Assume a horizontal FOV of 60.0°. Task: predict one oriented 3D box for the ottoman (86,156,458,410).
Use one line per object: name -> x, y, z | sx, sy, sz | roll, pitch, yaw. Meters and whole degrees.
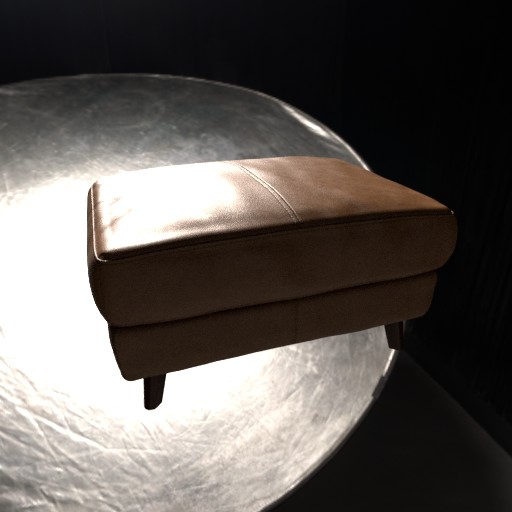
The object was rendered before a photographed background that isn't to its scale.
ottoman -> 0.000, 0.000, 1.251 | 0.869, 0.461, 0.630 | -9, 27, -17
